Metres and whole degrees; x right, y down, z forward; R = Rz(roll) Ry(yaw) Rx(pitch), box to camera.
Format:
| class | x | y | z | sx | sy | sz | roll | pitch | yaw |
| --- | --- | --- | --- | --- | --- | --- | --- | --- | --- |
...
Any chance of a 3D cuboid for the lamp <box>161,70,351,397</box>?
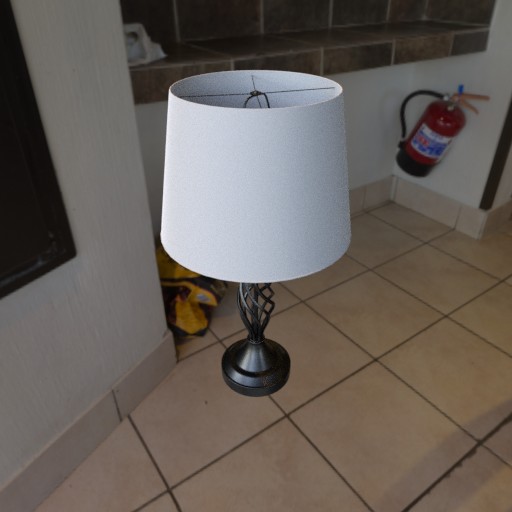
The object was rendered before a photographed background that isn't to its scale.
| class | x | y | z | sx | sy | sz | roll | pitch | yaw |
| --- | --- | --- | --- | --- | --- | --- | --- | --- | --- |
| lamp | 0.000 | 0.000 | 0.813 | 0.331 | 0.594 | 0.331 | 0 | 33 | 0 |
